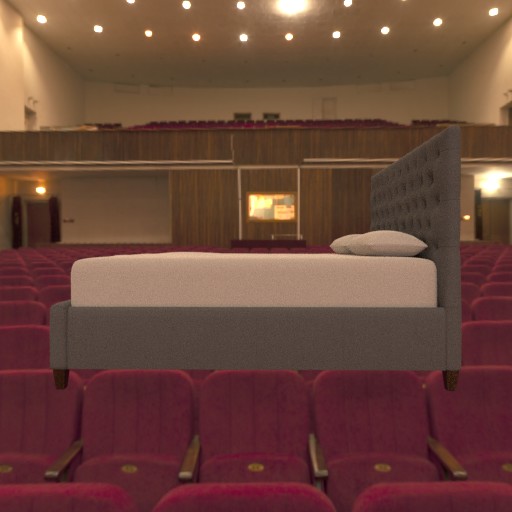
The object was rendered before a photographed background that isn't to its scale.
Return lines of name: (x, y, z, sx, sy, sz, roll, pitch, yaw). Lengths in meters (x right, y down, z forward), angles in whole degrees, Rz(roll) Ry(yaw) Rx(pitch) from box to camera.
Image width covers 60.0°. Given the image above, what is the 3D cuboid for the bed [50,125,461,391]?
bed: (0.000, 0.000, 3.205, 2.231, 1.427, 1.698, 0, 1, 1)
